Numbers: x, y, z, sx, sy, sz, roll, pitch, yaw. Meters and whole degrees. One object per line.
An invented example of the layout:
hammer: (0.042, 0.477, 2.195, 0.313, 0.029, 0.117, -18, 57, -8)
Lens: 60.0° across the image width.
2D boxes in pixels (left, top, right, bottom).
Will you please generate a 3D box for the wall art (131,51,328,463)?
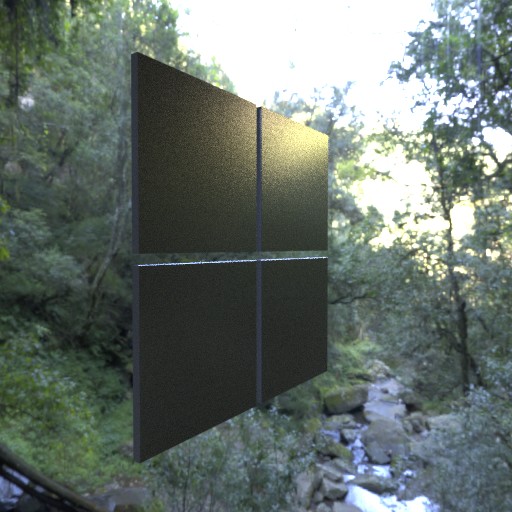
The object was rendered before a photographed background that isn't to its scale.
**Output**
wall art: (0.000, 0.000, 1.663, 0.029, 1.118, 1.118, 1, 2, 36)
